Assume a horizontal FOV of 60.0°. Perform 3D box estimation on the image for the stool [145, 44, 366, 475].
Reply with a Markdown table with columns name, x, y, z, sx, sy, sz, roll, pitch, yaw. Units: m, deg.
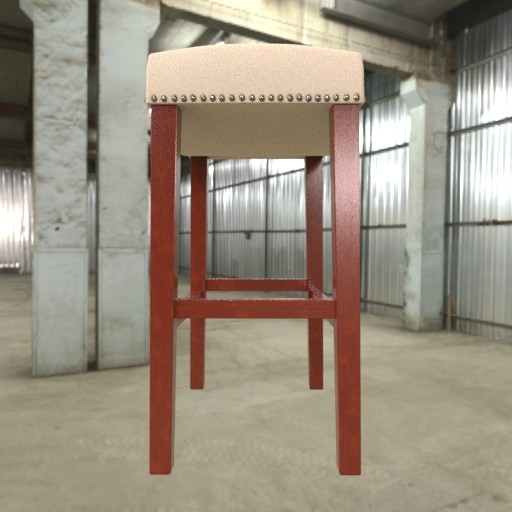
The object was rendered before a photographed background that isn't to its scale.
| name | x | y | z | sx | sy | sz | roll | pitch | yaw |
| --- | --- | --- | --- | --- | --- | --- | --- | --- | --- |
| stool | 0.000 | 0.000 | 0.989 | 0.372 | 0.742 | 0.504 | 0 | 2 | 0 |
